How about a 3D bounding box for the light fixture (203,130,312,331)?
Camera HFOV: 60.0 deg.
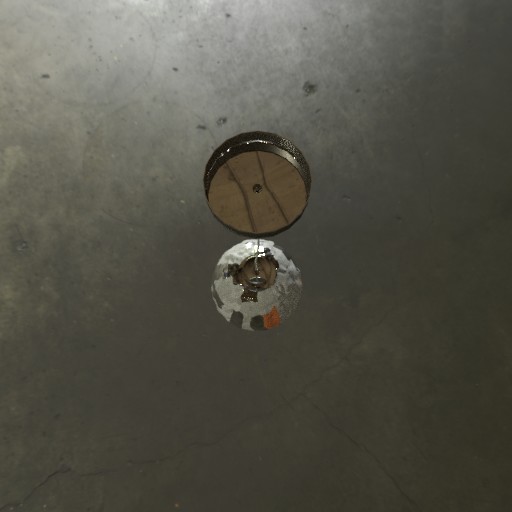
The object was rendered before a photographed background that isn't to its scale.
[{"bbox_3d":[0.000,0.000,1.753,0.500,1.511,0.496,-35,79,-8],"label":"light fixture"}]
